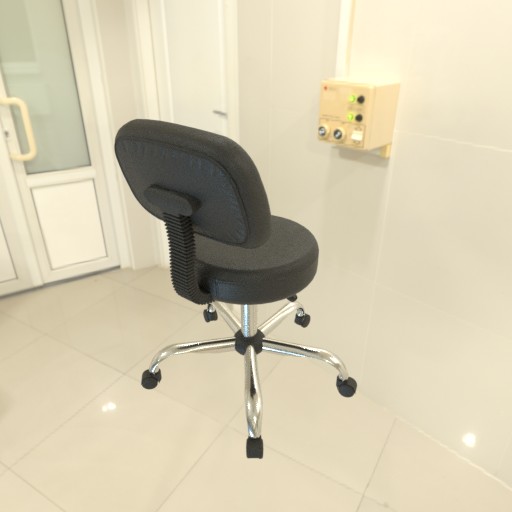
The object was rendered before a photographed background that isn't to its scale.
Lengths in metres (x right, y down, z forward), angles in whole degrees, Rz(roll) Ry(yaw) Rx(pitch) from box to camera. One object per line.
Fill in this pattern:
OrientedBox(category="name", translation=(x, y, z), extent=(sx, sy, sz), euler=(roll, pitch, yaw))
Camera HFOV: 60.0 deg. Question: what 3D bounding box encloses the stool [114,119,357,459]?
OrientedBox(category="stool", translation=(0.000, 0.000, 1.324), extent=(0.673, 0.862, 0.648), euler=(20, 34, 33))
